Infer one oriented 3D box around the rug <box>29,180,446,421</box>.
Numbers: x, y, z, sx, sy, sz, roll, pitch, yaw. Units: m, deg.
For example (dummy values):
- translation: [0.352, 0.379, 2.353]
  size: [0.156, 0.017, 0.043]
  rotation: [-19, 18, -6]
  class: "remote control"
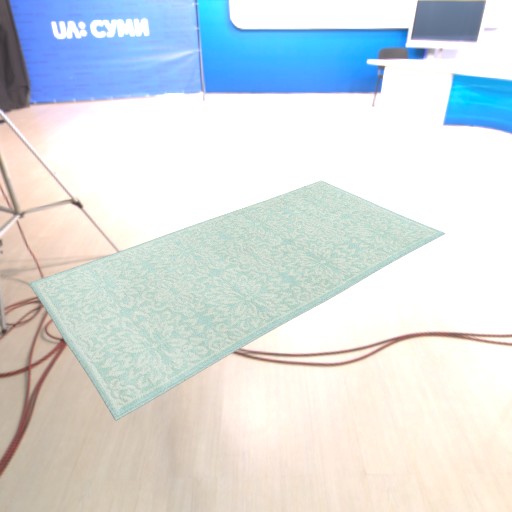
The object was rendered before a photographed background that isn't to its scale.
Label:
- translation: [0.000, 0.000, 1.416]
  size: [1.219, 0.007, 0.604]
  rotation: [-24, 39, -32]
  class: "rug"
